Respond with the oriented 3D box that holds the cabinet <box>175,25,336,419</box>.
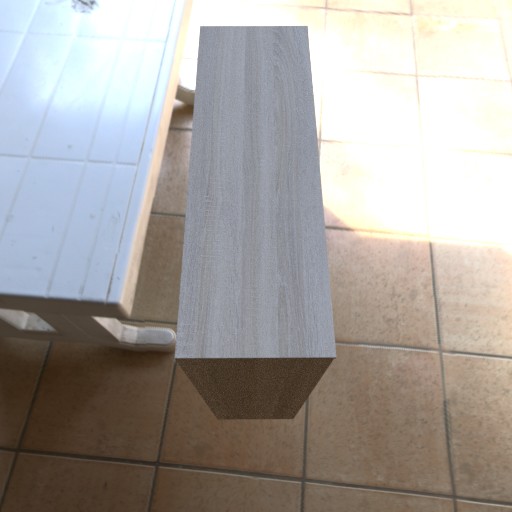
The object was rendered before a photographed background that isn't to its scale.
[{"bbox_3d":[0.000,0.000,3.001,0.620,2.060,1.870,0,64,0],"label":"cabinet"}]
